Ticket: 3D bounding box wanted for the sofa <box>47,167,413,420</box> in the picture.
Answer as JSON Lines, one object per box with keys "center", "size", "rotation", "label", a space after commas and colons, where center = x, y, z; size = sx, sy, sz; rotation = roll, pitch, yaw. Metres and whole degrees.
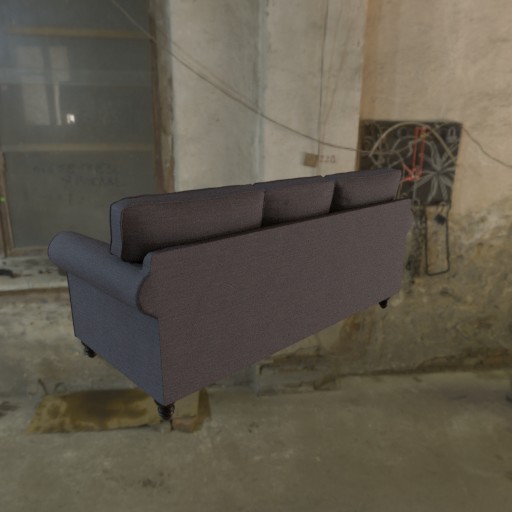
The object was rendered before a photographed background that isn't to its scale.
{"center": [0.000, 0.000, 2.636], "size": [2.084, 0.966, 0.909], "rotation": [-15, 22, -42], "label": "sofa"}
